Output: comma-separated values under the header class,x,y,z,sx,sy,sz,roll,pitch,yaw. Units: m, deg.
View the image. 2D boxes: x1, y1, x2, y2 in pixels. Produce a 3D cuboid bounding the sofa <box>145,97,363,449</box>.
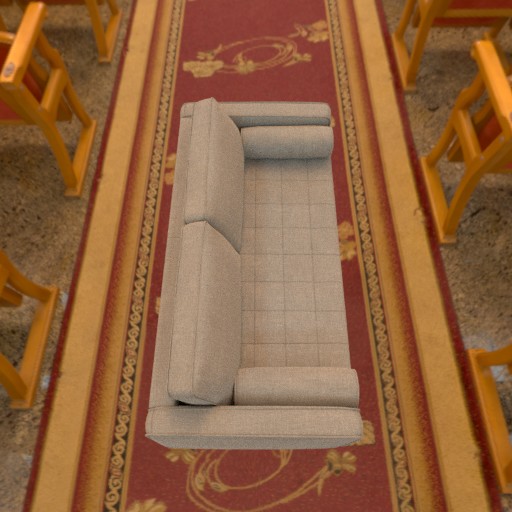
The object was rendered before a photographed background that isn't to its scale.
class,x,y,z,sx,sy,sz,roll,pitch,yaw
sofa,0.000,0.000,2.372,0.914,0.762,1.879,0,62,0
